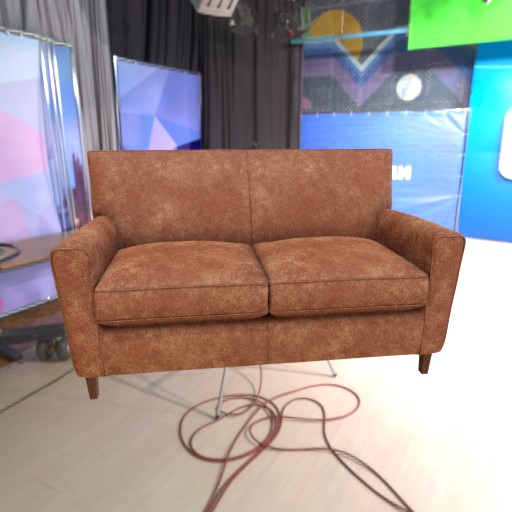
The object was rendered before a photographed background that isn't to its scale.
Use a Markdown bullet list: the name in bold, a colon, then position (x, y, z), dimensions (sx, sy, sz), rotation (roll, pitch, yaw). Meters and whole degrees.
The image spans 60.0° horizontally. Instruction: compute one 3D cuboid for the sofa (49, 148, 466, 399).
- **sofa**: position (0.000, 0.000, 1.922), dimensions (1.473, 0.871, 0.787), rotation (-2, 16, -7)
